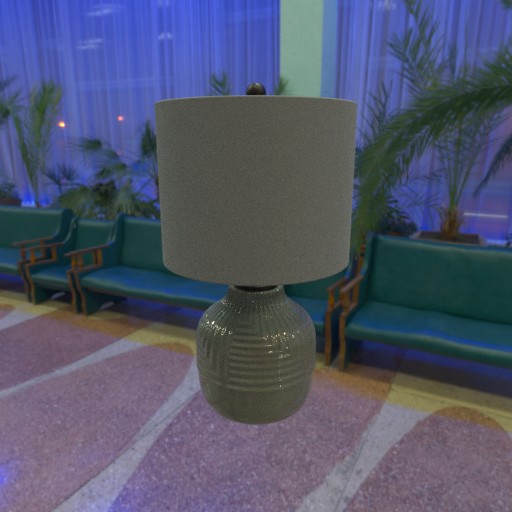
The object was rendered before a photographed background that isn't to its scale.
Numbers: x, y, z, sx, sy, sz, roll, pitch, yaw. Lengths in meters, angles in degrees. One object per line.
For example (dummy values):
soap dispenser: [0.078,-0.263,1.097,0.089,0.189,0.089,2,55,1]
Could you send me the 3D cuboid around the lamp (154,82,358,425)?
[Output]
lamp: [0.000,0.000,0.772,0.318,0.567,0.318,0,15,0]
